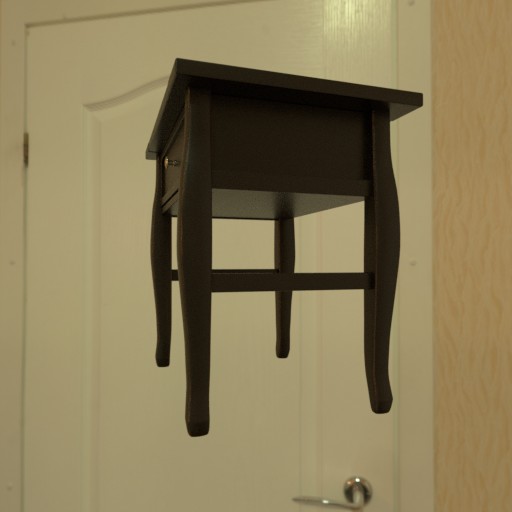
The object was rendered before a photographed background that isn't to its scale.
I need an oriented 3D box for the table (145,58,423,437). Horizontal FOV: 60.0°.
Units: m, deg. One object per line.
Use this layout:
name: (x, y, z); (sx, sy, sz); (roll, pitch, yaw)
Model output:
table: (0.000, 0.000, 1.036); (0.460, 0.604, 0.602); (0, -1, -18)
